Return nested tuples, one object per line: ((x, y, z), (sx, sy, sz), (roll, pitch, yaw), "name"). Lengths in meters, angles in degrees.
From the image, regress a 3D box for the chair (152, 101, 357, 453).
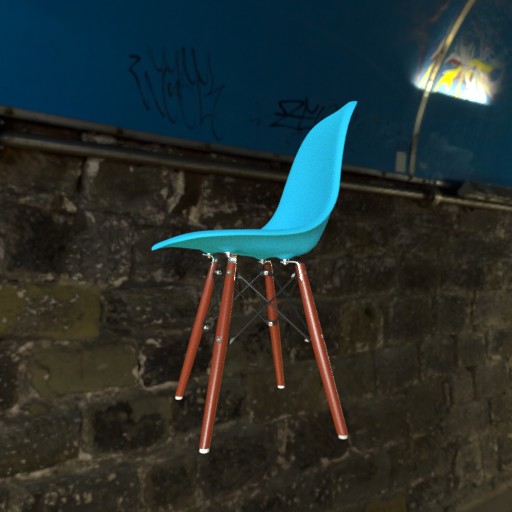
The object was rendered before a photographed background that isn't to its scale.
((0.000, 0.000, 1.169), (0.533, 0.826, 0.470), (0, -1, -18), "chair")
